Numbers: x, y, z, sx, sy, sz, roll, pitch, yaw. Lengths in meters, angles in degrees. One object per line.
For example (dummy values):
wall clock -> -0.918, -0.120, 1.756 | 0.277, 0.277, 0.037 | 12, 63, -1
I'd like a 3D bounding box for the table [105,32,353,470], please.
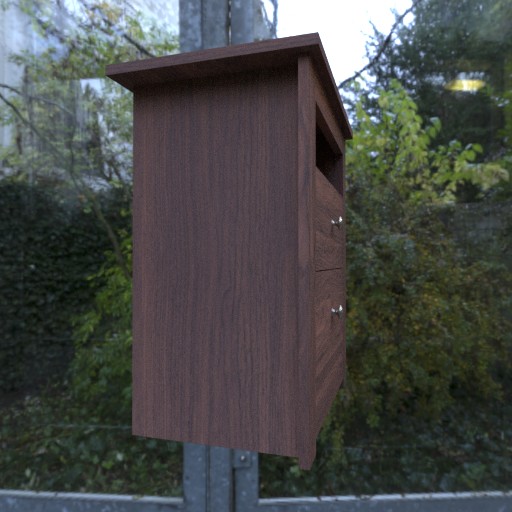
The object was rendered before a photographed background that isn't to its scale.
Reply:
table -> 0.000, 0.000, 1.047 | 0.406, 0.711, 0.589 | 0, -1, 18
